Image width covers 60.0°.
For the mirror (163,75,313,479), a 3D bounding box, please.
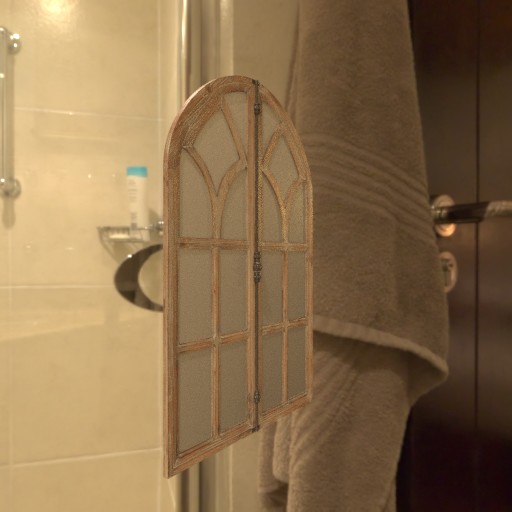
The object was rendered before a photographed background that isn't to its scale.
[{"bbox_3d":[0.000,0.000,1.154,0.032,0.915,0.609,0,0,36],"label":"mirror"}]
